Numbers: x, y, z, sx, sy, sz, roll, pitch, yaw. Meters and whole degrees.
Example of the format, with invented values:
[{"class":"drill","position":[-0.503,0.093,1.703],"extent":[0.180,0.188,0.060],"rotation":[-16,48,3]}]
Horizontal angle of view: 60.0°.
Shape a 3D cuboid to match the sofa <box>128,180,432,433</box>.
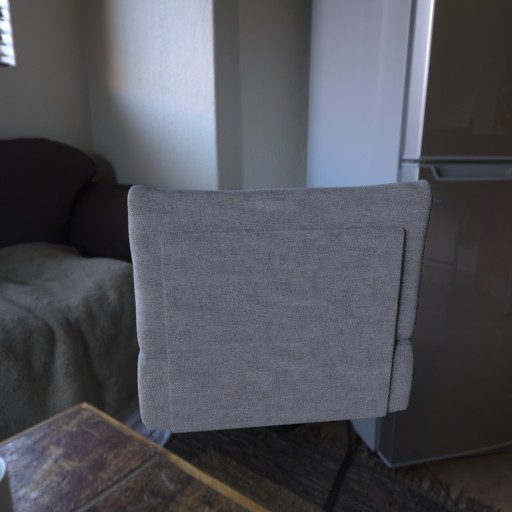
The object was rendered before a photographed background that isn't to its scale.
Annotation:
[{"class":"sofa","position":[0.000,0.000,2.045],"extent":[0.930,0.820,1.450],"rotation":[-2,16,-7]}]
